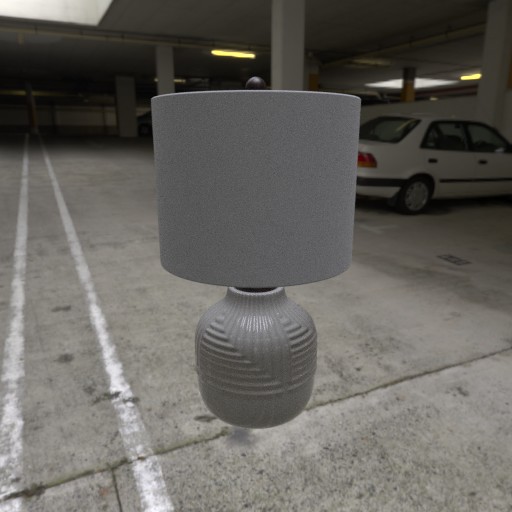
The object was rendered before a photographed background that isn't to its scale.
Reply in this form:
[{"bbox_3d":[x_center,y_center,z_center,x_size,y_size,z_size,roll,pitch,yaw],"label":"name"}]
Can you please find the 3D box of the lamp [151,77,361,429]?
[{"bbox_3d":[0.000,0.000,0.752,0.318,0.567,0.318,0,15,0],"label":"lamp"}]
